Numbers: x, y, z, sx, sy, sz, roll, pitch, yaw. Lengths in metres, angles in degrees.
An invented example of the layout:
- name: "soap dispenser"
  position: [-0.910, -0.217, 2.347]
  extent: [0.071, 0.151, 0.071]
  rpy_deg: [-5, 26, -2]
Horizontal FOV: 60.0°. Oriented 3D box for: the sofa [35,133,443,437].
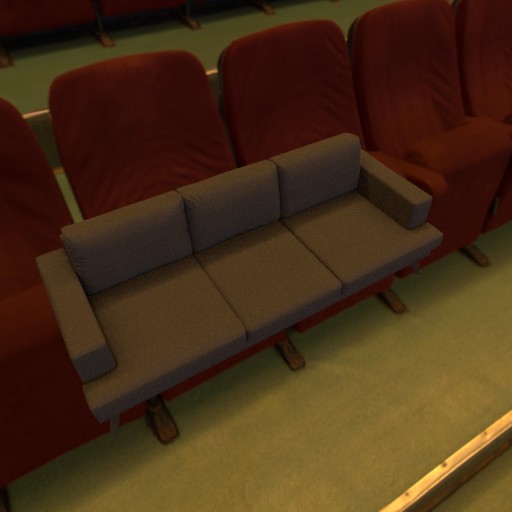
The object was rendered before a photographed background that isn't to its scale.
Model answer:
- name: "sofa"
  position: [0.000, 0.000, 2.695]
  extent: [2.310, 0.810, 0.920]
  rpy_deg: [-23, 49, -22]
